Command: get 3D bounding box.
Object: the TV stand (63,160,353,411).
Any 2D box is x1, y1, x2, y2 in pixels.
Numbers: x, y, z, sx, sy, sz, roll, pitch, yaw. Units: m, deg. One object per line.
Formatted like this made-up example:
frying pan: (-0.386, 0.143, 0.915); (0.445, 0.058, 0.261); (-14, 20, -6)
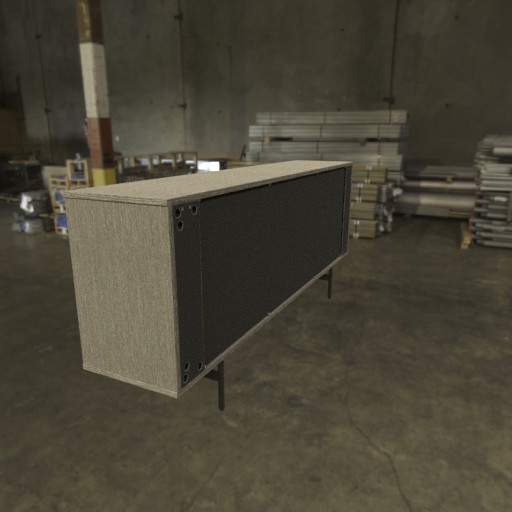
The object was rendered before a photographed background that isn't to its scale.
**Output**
TV stand: (0.000, 0.000, 2.087); (0.405, 0.787, 1.804); (8, 17, 26)
